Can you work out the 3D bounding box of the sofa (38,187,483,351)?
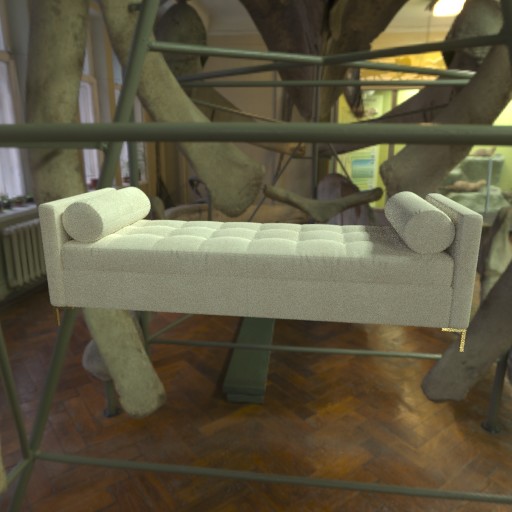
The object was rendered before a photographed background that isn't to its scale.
[{"bbox_3d":[0.000,0.000,2.345,1.981,0.635,0.686,2,16,8],"label":"sofa"}]
